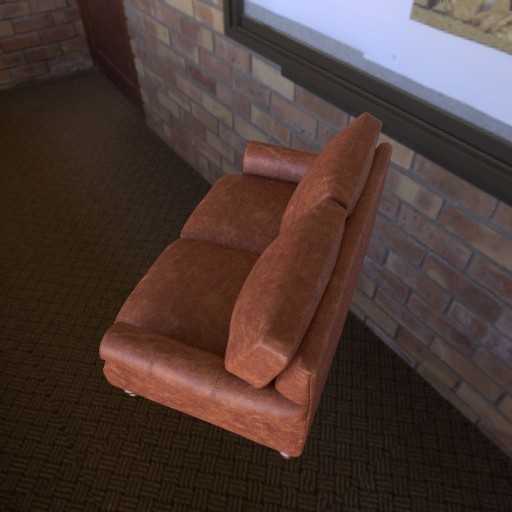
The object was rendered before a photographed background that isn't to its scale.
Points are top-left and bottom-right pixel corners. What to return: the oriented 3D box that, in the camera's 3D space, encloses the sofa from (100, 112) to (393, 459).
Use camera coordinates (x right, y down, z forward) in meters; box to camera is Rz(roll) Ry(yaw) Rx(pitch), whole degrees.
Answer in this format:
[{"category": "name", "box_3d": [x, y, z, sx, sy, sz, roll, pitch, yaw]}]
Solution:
[{"category": "sofa", "box_3d": [0.000, 0.000, 2.206, 0.990, 0.967, 1.616, 16, 48, 15]}]
